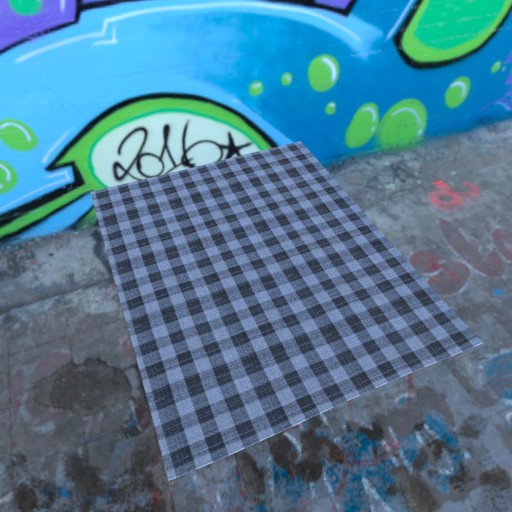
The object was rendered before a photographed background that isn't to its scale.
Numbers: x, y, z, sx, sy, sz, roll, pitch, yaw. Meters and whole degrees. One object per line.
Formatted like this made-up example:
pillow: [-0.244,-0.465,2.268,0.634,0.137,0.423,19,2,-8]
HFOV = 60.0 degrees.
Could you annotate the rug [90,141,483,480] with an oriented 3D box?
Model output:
rug: [0.000,0.000,3.945,2.432,0.013,3.021,-17,49,-16]
